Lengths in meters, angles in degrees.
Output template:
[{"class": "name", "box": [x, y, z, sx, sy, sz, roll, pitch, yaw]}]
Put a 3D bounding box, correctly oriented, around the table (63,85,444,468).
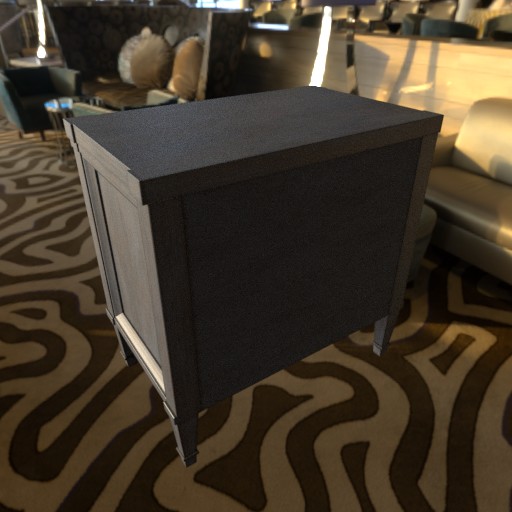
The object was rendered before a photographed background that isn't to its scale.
[{"class": "table", "box": [0.000, 0.000, 1.070, 0.660, 0.660, 0.413, -19, 36, -29]}]
